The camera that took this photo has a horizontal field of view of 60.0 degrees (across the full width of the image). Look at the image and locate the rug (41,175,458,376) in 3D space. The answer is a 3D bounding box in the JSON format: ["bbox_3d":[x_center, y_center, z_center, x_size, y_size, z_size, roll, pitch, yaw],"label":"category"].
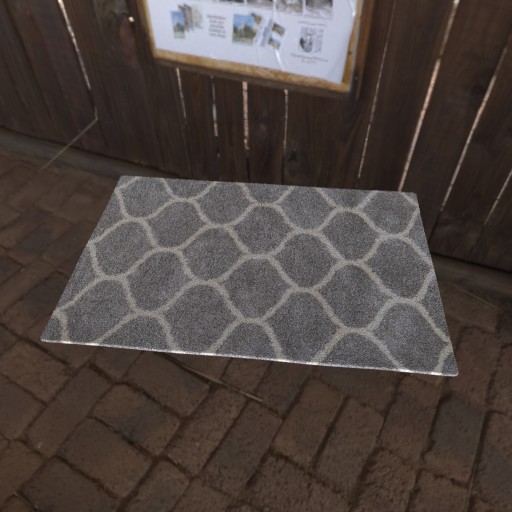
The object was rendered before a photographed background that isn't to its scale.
[{"bbox_3d":[0.000,0.000,3.445,2.701,0.026,1.801,4,47,4],"label":"rug"}]
